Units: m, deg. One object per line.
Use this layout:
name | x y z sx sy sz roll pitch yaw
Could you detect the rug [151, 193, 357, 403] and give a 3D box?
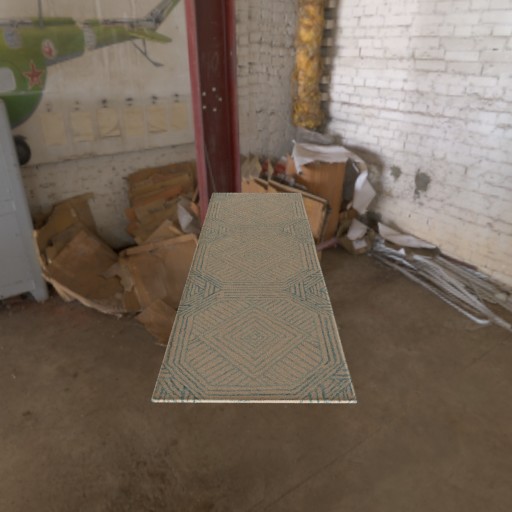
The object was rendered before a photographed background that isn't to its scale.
rug | 0.000 0.000 2.747 0.775 0.012 2.452 0 26 0
